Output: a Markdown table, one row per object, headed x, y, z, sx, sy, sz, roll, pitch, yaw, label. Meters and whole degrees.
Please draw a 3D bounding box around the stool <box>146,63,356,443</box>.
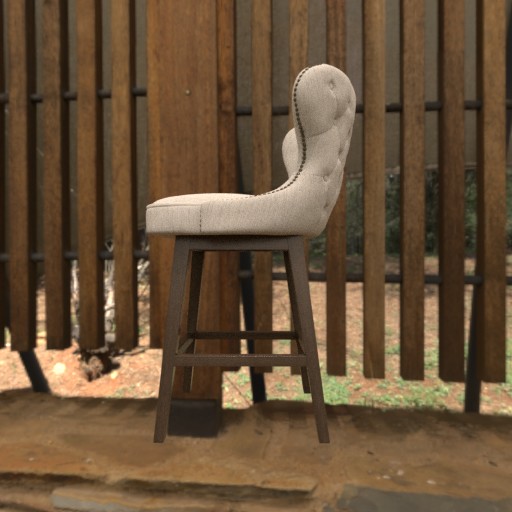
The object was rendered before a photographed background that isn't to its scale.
| x | y | z | sx | sy | sz | roll | pitch | yaw | label |
| --- | --- | --- | --- | --- | --- | --- | --- | --- | --- |
| 0.000 | 0.000 | 1.375 | 0.597 | 0.972 | 0.615 | 0 | 0 | 1 | stool |
